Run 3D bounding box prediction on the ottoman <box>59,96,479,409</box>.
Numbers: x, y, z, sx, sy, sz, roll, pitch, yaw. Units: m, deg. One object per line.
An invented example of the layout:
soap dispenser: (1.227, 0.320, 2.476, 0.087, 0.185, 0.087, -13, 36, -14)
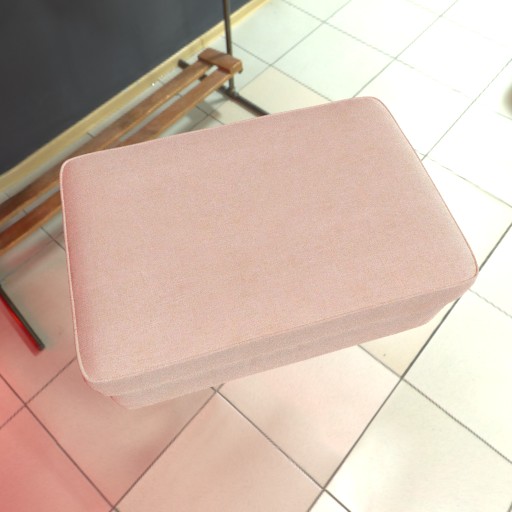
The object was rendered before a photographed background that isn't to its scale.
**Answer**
ottoman: (0.000, 0.000, 1.184, 0.862, 0.484, 0.583, -14, 63, -7)
